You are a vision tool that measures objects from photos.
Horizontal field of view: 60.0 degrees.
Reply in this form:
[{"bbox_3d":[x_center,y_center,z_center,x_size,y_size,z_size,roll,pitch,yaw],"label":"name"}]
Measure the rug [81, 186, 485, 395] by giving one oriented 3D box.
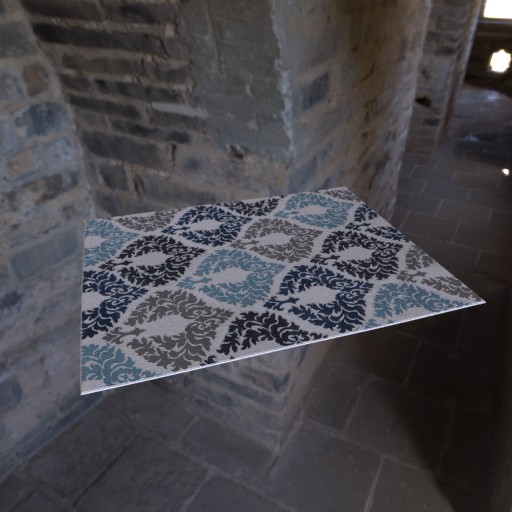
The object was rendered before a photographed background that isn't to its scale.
[{"bbox_3d":[0.000,0.000,4.078,3.040,0.014,2.423,-10,33,-15],"label":"rug"}]
